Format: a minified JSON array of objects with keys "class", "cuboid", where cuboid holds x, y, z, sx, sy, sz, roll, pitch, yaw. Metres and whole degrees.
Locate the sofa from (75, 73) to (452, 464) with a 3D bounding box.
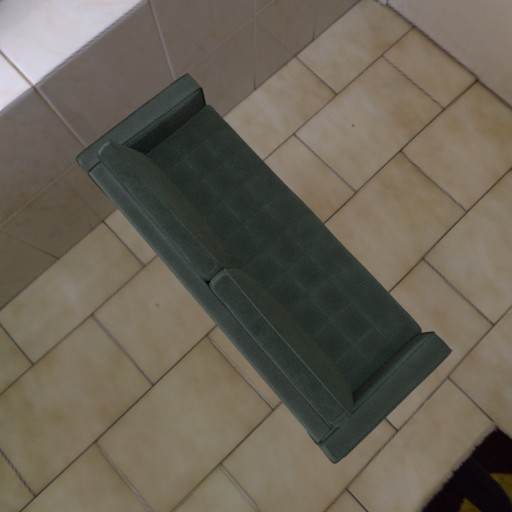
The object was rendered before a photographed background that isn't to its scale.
[{"class":"sofa","cuboid":[0.000,0.000,2.610,0.886,0.781,2.214,-41,80,-8]}]
